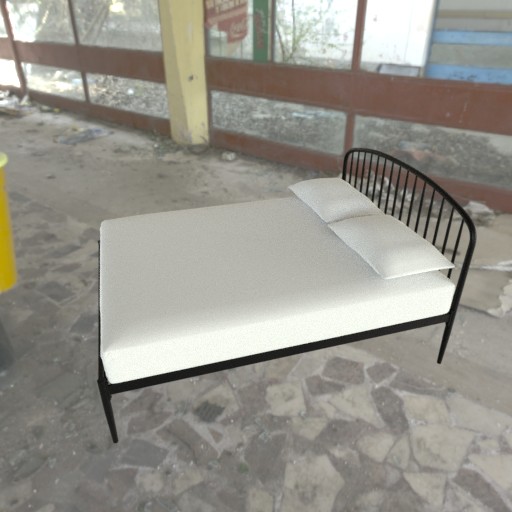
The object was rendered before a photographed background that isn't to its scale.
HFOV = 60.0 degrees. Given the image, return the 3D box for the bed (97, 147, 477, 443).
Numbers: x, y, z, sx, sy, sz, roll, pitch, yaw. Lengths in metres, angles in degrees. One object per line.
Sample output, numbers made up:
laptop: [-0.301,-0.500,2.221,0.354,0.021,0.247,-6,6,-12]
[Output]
bed: [0.000,0.000,3.102,2.159,1.166,1.618,-9,31,-15]
